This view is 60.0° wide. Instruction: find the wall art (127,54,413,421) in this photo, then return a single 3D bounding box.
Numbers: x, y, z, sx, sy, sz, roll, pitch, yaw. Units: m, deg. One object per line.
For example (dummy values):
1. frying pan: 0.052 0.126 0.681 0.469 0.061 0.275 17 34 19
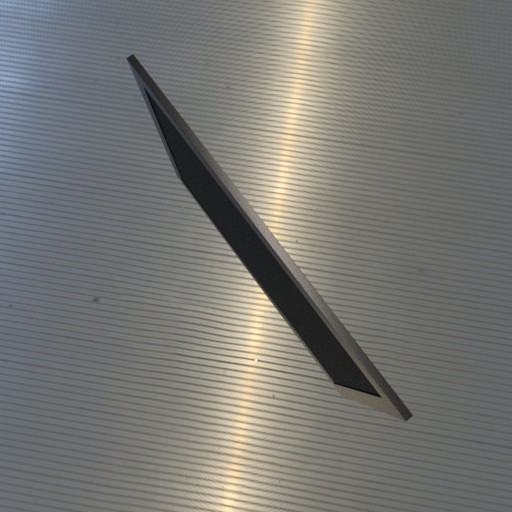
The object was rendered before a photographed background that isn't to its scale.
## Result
1. wall art: 0.000 0.000 0.843 0.013 0.447 0.660 -36 79 -8
